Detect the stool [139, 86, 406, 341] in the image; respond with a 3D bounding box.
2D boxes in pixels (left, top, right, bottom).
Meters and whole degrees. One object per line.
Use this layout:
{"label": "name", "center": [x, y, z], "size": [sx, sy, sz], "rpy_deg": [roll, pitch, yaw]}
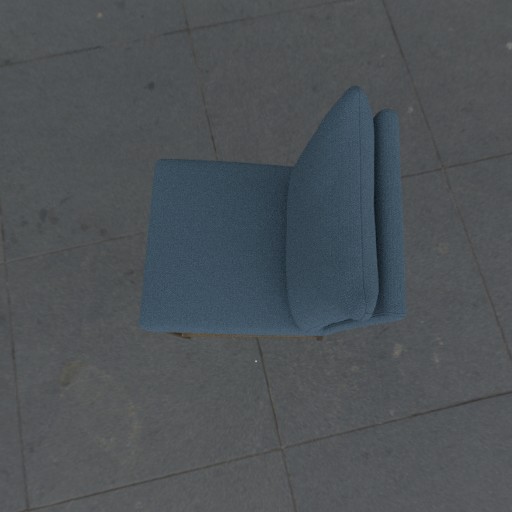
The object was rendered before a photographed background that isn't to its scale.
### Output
{"label": "stool", "center": [0.000, 0.000, 1.281], "size": [0.568, 1.032, 0.463], "rpy_deg": [2, 77, 1]}
